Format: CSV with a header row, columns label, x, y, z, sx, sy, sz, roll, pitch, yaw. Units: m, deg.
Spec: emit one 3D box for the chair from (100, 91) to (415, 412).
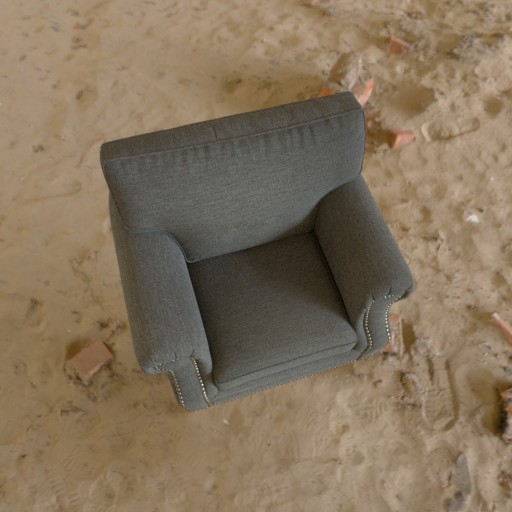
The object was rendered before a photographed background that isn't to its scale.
label,x,y,z,sx,sy,sz,roll,pitch,yaw
chair,0.000,0.000,1.873,1.092,0.961,0.965,-15,64,-7
